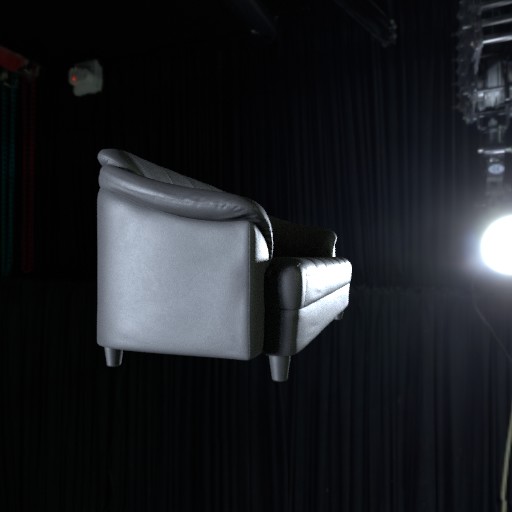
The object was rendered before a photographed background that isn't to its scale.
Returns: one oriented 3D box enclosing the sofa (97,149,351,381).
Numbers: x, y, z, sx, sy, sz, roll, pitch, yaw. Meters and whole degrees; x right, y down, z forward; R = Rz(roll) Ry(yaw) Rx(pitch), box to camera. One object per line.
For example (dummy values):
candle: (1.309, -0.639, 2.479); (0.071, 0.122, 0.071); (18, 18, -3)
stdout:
sofa: (0.000, 0.000, 2.241); (0.800, 0.811, 1.829); (0, 0, 18)
